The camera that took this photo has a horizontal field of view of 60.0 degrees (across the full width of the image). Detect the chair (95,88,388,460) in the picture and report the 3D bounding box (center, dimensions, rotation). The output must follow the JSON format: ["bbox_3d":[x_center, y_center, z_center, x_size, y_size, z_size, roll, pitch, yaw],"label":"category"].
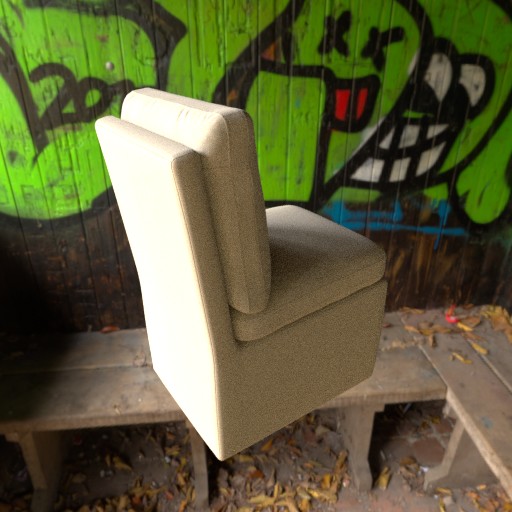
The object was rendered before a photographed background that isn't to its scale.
[{"bbox_3d":[0.000,0.000,1.319,0.698,0.927,0.503,-17,32,-31],"label":"chair"}]
